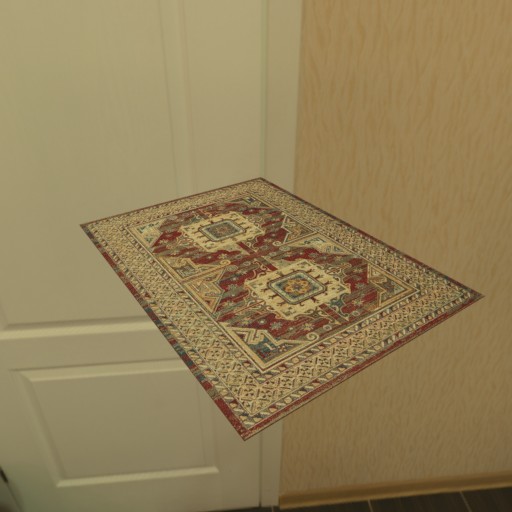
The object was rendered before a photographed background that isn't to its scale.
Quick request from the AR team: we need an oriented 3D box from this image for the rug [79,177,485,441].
[{"bbox_3d":[0.000,0.000,4.201,2.381,0.013,3.197,-20,37,-29],"label":"rug"}]
